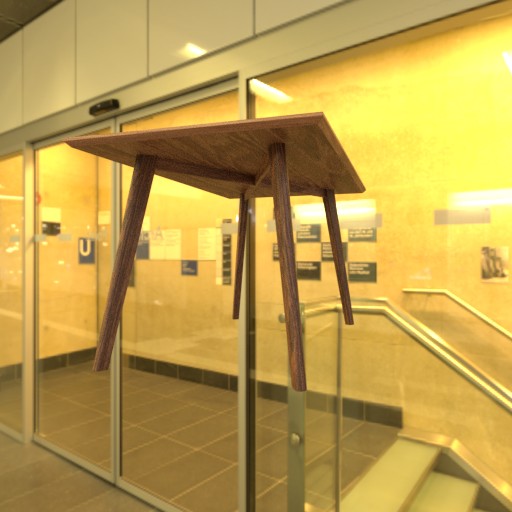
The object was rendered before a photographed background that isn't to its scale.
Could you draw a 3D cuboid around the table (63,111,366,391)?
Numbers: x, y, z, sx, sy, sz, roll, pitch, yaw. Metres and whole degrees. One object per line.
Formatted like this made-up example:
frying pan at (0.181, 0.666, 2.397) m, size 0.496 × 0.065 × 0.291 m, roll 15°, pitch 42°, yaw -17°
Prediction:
table at (0.000, 0.000, 1.874) m, size 0.801 × 0.724 × 1.349 m, roll 0°, pitch 0°, yaw 18°
